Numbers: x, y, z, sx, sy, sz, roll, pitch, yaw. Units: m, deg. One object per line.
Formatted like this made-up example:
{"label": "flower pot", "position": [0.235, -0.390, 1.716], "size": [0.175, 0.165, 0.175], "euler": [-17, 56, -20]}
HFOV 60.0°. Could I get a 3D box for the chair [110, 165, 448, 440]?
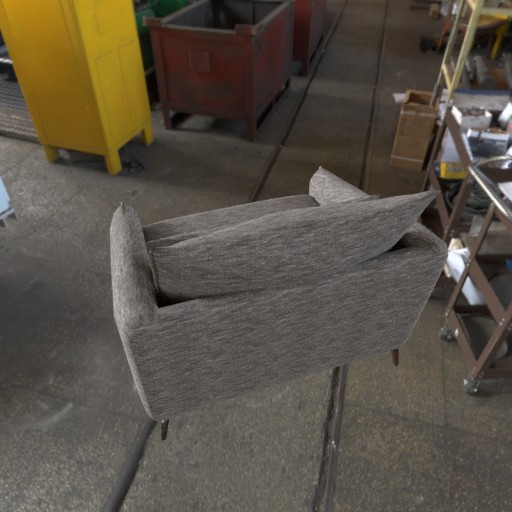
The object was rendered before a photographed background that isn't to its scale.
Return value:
{"label": "chair", "position": [0.000, 0.000, 1.600], "size": [1.004, 0.842, 0.805], "euler": [-13, 43, -14]}
